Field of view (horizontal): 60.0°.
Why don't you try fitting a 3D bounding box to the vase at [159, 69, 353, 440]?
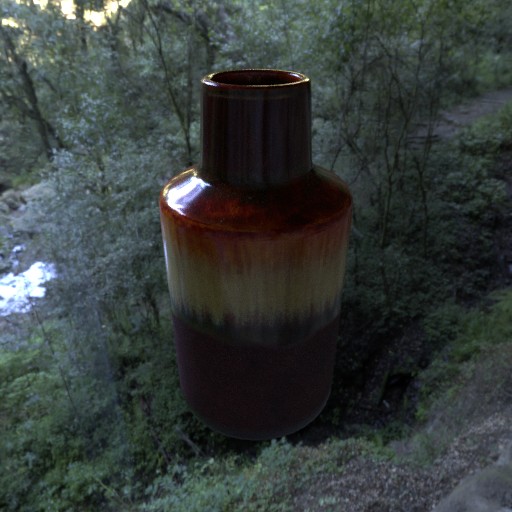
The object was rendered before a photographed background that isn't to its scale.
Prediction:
[{"bbox_3d":[0.000,0.000,0.268,0.108,0.204,0.108,0,31,0],"label":"vase"}]
